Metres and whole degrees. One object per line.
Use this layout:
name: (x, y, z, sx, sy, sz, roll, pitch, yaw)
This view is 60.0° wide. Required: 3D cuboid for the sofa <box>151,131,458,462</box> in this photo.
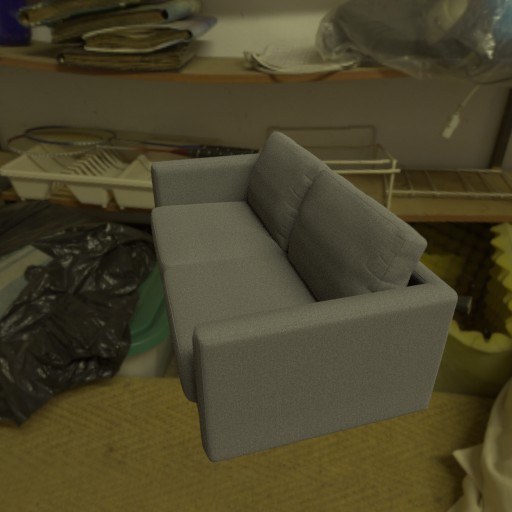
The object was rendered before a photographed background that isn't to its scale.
sofa: (0.000, 0.000, 2.191, 0.940, 0.866, 1.713, -8, 30, -14)
